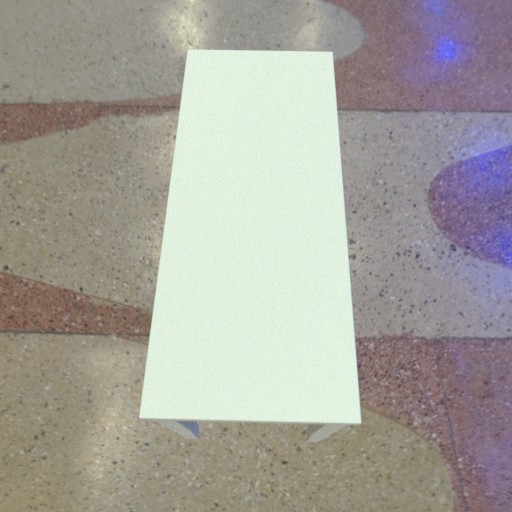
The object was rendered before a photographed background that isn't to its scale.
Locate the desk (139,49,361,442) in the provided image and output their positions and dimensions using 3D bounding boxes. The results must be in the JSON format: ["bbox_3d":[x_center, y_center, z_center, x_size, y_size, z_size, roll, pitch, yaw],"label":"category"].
[{"bbox_3d":[0.000,0.000,1.623,0.508,0.775,1.220,1,64,1],"label":"desk"}]
